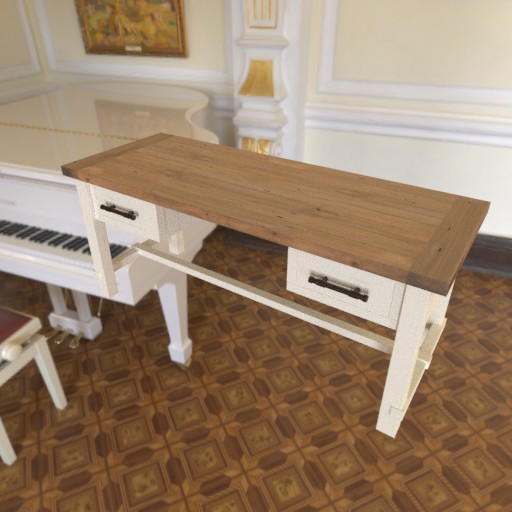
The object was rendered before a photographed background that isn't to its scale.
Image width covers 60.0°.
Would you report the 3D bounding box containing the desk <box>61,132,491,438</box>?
[{"bbox_3d":[0.000,0.000,2.155,1.803,0.762,0.688,19,36,28],"label":"desk"}]
